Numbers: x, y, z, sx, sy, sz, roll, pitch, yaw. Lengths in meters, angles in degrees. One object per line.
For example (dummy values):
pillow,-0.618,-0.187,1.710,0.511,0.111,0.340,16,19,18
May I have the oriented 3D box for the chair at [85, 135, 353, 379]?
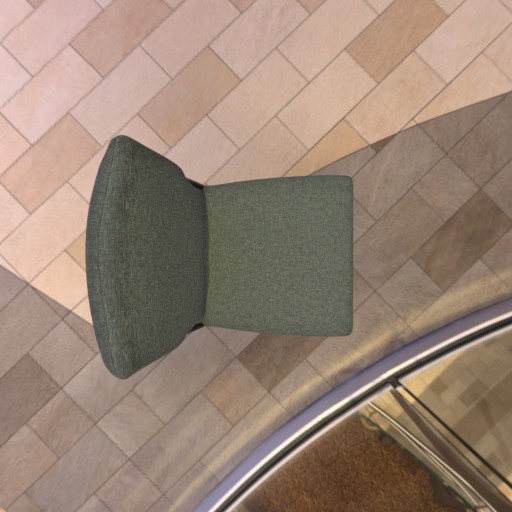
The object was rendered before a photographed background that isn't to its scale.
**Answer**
chair,0.000,0.000,1.254,0.635,0.931,0.480,0,90,0
